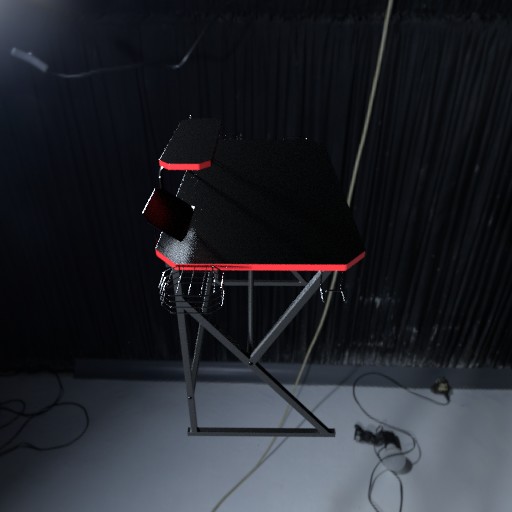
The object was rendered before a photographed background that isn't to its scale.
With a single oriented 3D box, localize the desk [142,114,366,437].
[{"bbox_3d":[0.000,0.000,1.699,0.588,0.913,1.280,0,32,0],"label":"desk"}]
